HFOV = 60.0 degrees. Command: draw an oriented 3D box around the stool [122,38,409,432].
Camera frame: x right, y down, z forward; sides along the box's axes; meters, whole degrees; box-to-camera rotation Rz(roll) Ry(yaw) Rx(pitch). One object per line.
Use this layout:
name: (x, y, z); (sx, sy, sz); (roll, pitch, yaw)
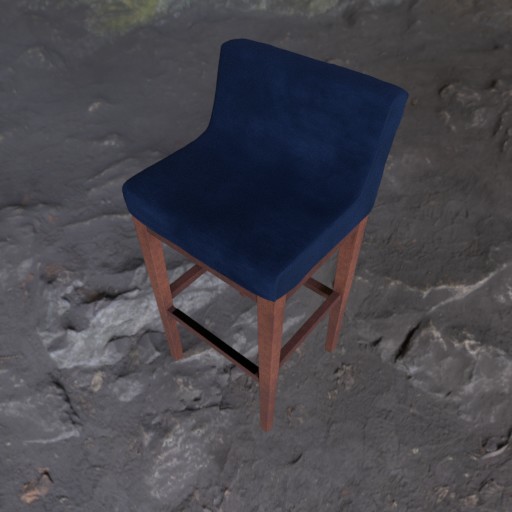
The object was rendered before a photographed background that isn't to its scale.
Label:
stool: (0.000, 0.000, 1.328); (0.511, 1.037, 0.500); (30, 53, 26)
